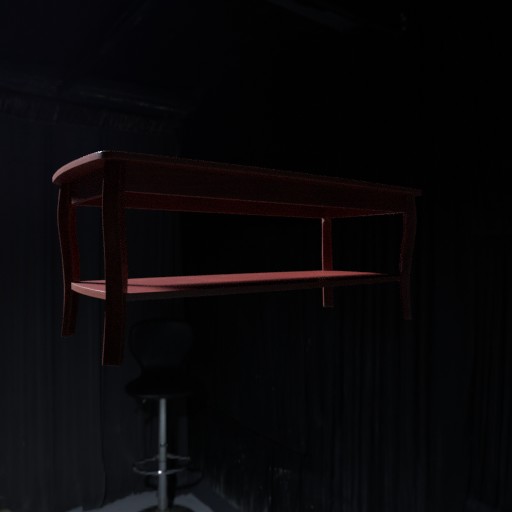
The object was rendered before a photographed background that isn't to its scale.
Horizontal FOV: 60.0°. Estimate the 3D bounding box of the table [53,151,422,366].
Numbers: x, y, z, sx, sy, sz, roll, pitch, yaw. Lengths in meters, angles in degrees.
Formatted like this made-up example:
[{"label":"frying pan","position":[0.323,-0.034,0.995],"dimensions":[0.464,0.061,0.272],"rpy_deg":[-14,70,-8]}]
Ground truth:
[{"label":"table","position":[0.000,0.000,1.494],"dimensions":[1.216,0.473,0.561],"rpy_deg":[-1,1,-36]}]
